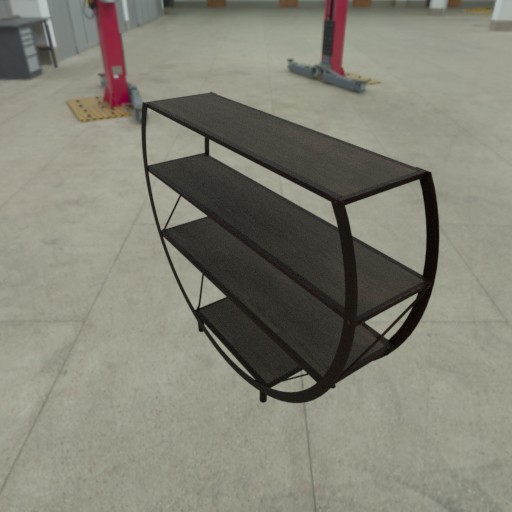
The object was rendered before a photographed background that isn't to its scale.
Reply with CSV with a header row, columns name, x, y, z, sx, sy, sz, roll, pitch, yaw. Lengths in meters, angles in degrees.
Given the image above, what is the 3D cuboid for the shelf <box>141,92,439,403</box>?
name,x,y,z,sx,sy,sz,roll,pitch,yaw
shelf,0.000,0.000,1.856,0.344,1.063,1.403,-21,38,-29
